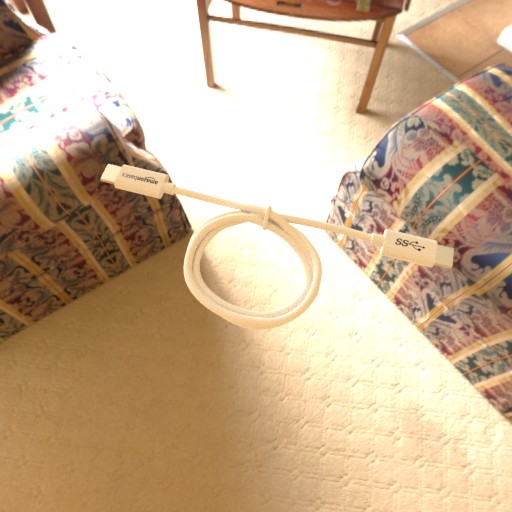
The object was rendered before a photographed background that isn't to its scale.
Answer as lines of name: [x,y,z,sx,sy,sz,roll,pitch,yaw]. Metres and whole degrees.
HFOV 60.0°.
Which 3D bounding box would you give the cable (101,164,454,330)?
cable: [0.000,0.000,0.215,0.186,0.014,0.070,14,65,7]
